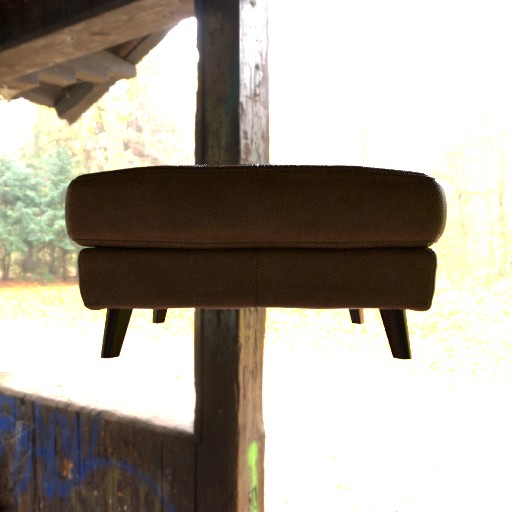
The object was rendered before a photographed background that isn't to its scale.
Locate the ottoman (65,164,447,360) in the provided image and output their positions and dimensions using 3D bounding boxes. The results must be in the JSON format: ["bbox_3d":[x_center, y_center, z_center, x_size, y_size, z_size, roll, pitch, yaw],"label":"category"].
[{"bbox_3d":[0.000,0.000,1.261,0.869,0.461,0.630,0,1,1],"label":"ottoman"}]
